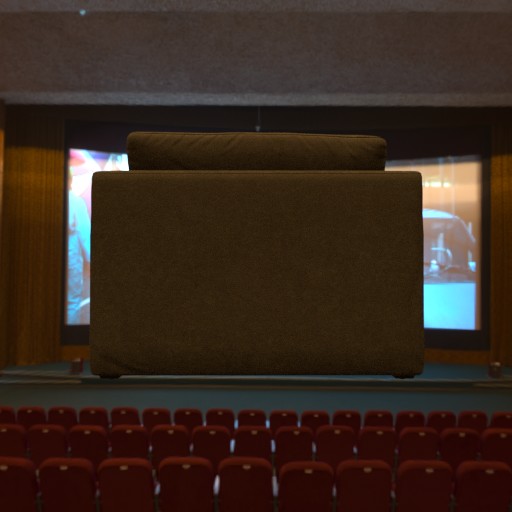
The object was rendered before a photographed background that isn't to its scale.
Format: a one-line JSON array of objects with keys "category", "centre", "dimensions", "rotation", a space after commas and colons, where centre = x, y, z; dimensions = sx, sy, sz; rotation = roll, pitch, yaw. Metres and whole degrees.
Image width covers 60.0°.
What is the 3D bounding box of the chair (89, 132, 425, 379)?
[{"category": "chair", "centre": [0.000, 0.000, 1.892], "dimensions": [1.190, 0.845, 1.091], "rotation": [0, -2, 0]}]
